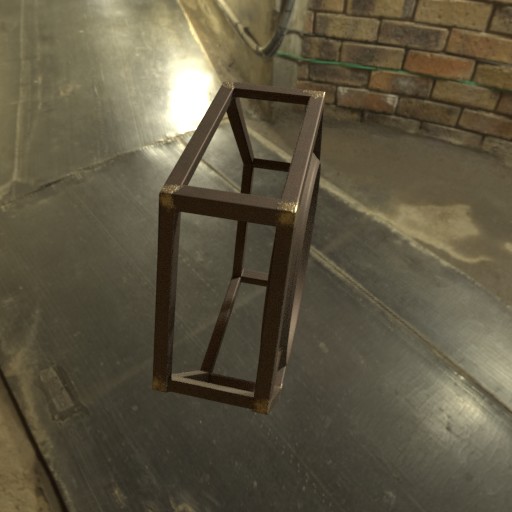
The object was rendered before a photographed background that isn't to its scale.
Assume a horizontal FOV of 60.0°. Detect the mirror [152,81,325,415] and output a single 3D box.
[{"bbox_3d":[0.000,0.000,0.540,0.119,0.334,0.380,9,48,8],"label":"mirror"}]
